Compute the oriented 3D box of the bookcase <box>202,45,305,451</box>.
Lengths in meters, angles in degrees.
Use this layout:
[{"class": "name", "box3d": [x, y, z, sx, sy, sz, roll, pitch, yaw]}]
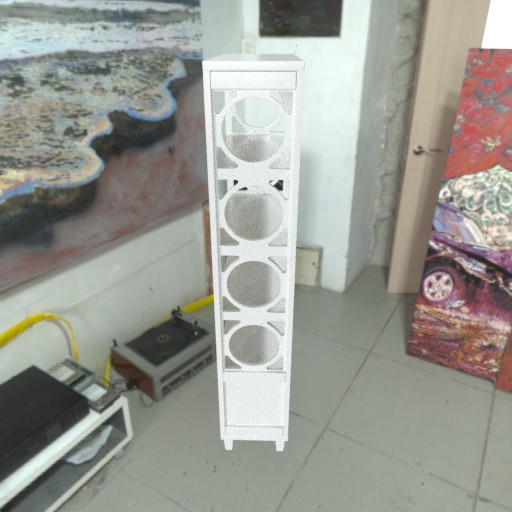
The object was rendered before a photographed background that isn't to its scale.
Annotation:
[{"class": "bookcase", "box3d": [0.000, 0.000, 2.179, 0.361, 1.869, 0.761, 1, 26, 2]}]
